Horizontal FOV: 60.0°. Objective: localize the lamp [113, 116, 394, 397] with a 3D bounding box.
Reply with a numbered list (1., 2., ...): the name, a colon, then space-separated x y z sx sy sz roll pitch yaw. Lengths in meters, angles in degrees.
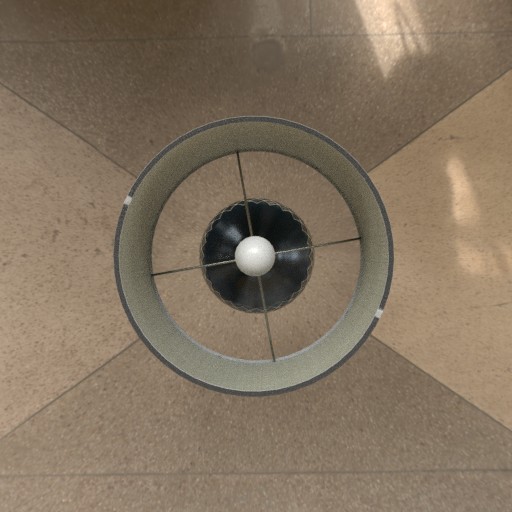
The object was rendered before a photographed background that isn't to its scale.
1. lamp: 0.000 0.000 0.780 0.376 0.540 0.376 0 90 1
